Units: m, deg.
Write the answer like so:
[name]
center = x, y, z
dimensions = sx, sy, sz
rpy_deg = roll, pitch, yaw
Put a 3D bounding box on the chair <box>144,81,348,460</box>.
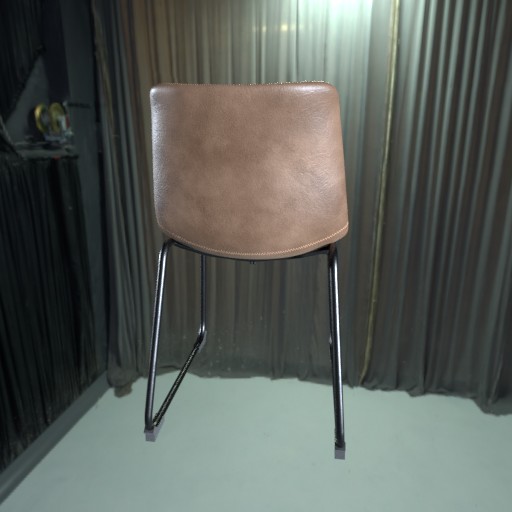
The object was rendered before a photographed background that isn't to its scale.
[chair]
center = 0.000, 0.000, 1.116
dimensions = 0.460, 0.780, 0.551
rpy_deg = 2, 17, 7
